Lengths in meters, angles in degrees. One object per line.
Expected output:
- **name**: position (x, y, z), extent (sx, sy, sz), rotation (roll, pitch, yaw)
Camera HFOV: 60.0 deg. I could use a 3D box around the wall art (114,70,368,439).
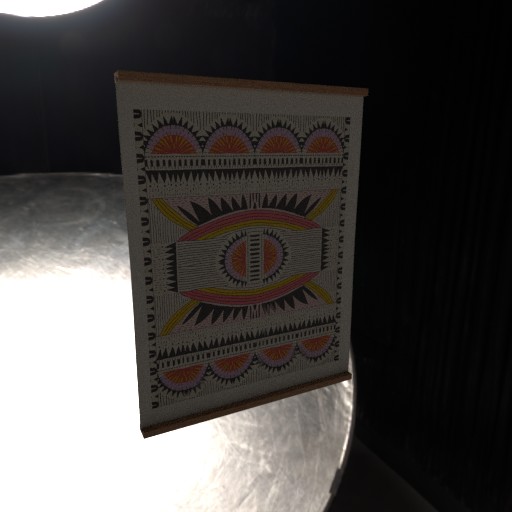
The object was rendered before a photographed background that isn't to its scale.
- **wall art**: position (0.000, 0.000, 0.715), extent (0.403, 0.527, 0.028), rotation (-7, 15, -26)
